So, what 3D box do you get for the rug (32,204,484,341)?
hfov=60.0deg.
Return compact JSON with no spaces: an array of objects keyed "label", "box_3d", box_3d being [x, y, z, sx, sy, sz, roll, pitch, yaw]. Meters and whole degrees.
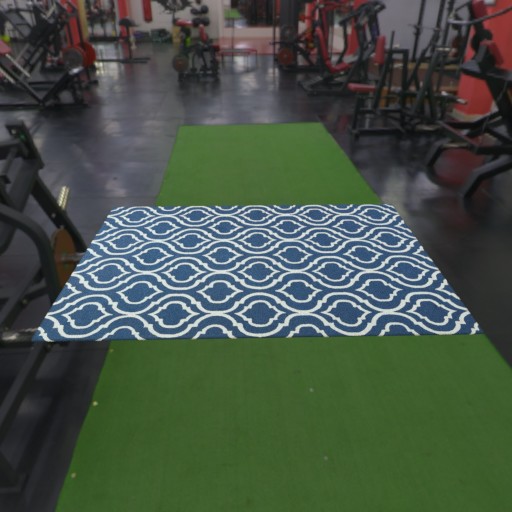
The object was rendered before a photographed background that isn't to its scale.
[{"label":"rug","box_3d":[0.000,0.000,2.741,2.134,0.010,1.524,-1,30,-1]}]
